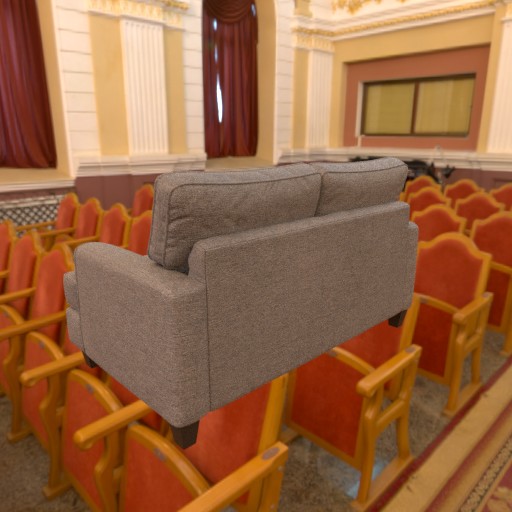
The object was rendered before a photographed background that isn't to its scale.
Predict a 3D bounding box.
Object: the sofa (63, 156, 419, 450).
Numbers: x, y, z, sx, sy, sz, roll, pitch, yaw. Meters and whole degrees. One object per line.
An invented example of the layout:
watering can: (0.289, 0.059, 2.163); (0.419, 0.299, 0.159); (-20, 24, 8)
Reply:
sofa: (0.000, 0.000, 2.258); (1.651, 0.965, 0.965); (-14, 21, -42)
